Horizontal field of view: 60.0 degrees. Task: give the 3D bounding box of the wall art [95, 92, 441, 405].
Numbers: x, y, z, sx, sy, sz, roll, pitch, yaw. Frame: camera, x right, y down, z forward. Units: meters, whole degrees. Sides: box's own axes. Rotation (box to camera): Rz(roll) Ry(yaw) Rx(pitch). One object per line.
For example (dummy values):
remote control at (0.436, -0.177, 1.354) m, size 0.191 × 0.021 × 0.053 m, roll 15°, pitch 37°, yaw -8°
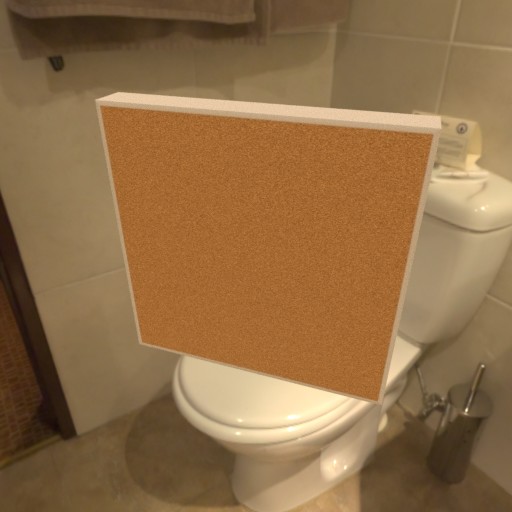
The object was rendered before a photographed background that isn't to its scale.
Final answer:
wall art at (0.000, 0.000, 0.467) m, size 0.305 × 0.304 × 0.038 m, roll 10°, pitch 33°, yaw 16°
